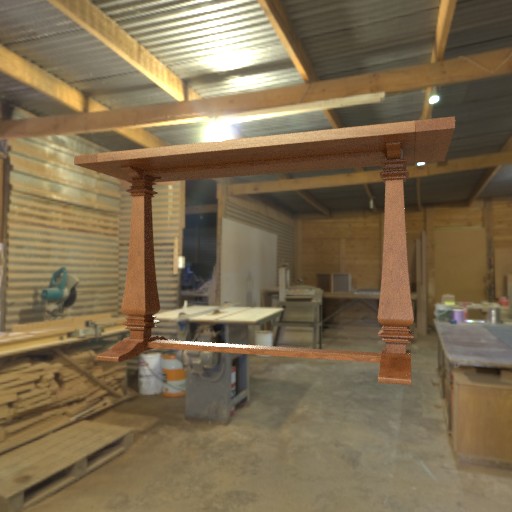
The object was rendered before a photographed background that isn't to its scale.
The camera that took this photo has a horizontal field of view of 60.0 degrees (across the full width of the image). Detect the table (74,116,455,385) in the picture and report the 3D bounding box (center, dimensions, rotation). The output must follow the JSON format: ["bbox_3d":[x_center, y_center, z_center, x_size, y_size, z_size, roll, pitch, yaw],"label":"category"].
[{"bbox_3d":[0.000,0.000,1.831,1.478,0.852,0.461,-1,-2,19],"label":"table"}]
